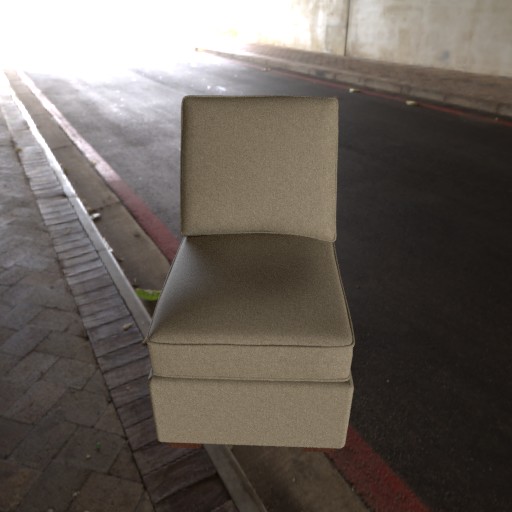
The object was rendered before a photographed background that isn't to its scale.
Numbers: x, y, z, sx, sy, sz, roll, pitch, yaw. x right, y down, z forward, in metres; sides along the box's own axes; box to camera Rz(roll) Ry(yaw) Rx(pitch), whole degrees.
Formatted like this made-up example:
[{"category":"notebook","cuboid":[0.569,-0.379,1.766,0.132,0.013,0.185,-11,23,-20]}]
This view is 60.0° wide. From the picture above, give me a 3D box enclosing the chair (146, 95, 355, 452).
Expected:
[{"category":"chair","cuboid":[0.000,0.000,1.707,0.674,1.058,1.020,1,30,2]}]
